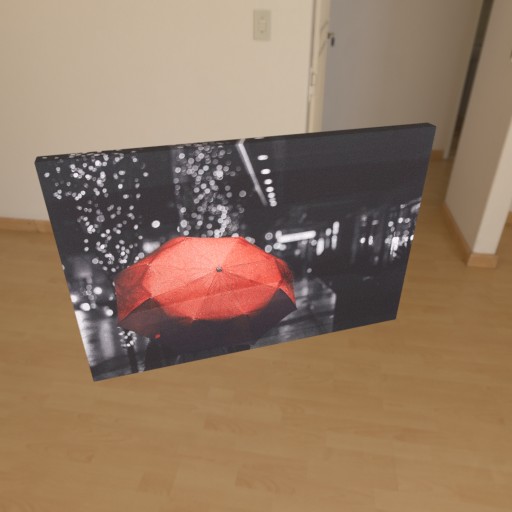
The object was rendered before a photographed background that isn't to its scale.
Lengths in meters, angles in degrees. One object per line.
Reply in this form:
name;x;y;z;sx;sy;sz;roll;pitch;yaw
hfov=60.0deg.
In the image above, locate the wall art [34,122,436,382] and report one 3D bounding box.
wall art;0.000;0.000;1.149;0.914;0.609;0.038;-9;33;-14
